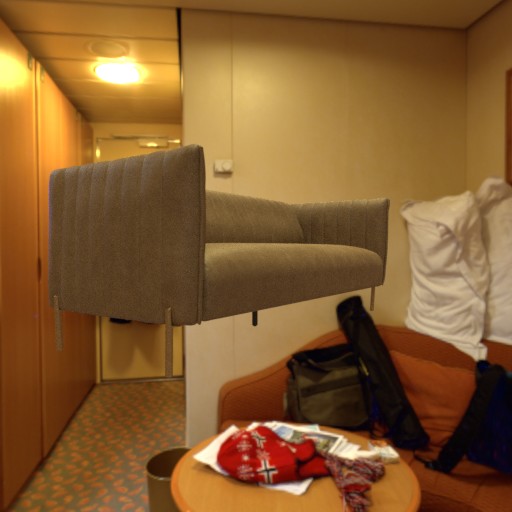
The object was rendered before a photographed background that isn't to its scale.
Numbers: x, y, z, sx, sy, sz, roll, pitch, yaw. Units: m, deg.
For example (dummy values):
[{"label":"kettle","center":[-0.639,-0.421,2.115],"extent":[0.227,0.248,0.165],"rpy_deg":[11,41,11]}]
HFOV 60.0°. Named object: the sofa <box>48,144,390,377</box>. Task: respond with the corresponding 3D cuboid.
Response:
[{"label":"sofa","center":[0.000,0.000,2.442],"extent":[0.876,0.779,1.980],"rpy_deg":[1,1,35]}]
